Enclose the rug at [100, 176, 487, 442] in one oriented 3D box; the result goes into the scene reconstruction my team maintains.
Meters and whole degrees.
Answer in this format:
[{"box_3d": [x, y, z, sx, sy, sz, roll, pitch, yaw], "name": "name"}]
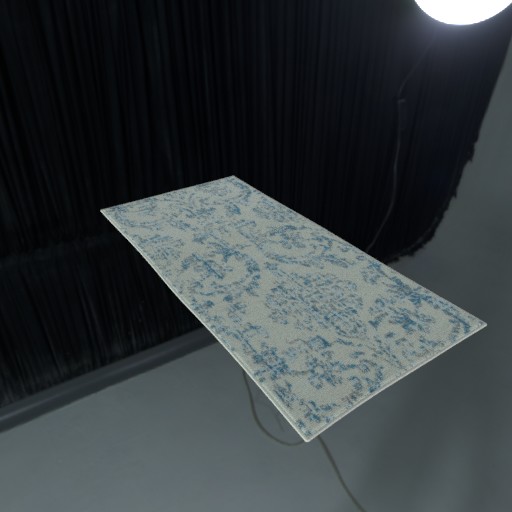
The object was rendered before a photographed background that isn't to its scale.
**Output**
[{"box_3d": [0.000, 0.000, 1.417, 0.605, 0.007, 1.220, -20, 38, -29], "name": "rug"}]
